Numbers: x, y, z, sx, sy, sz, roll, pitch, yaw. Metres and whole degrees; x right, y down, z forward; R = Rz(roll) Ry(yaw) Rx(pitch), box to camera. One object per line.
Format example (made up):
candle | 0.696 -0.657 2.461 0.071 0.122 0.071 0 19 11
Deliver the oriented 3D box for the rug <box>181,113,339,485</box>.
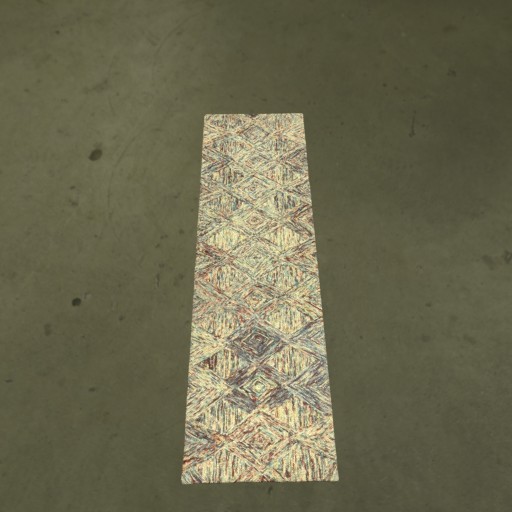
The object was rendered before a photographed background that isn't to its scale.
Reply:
rug | 0.000 0.000 2.506 0.688 0.015 2.292 -1 60 0
